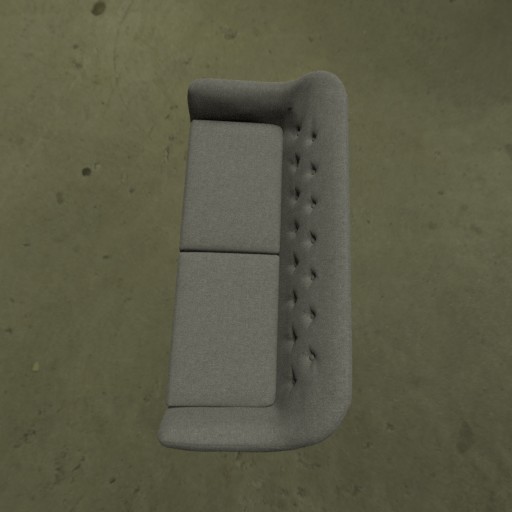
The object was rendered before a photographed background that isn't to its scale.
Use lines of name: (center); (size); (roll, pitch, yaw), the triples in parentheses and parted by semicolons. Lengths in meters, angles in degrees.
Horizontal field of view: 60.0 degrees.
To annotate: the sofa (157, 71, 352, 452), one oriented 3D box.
sofa: (0.000, 0.000, 2.280); (0.820, 0.820, 1.840); (2, 75, 1)
